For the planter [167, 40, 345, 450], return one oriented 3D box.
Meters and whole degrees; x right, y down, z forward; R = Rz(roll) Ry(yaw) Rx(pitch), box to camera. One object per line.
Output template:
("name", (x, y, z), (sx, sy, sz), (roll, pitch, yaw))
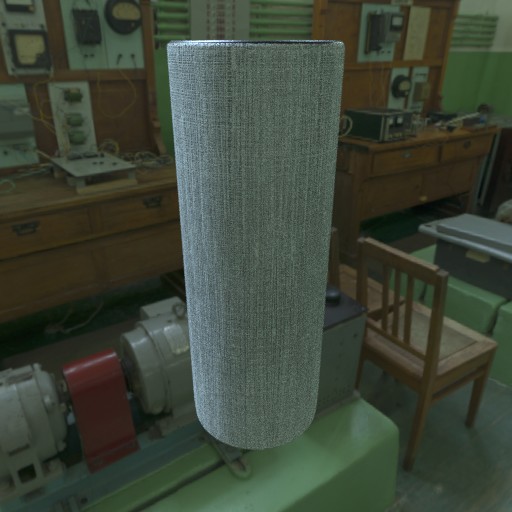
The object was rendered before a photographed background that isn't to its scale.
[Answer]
("planter", (0.000, 0.000, 0.310), (0.100, 0.270, 0.100), (-17, 31, -32))
